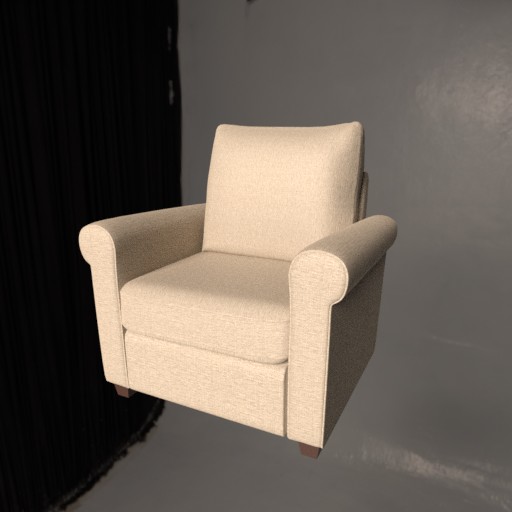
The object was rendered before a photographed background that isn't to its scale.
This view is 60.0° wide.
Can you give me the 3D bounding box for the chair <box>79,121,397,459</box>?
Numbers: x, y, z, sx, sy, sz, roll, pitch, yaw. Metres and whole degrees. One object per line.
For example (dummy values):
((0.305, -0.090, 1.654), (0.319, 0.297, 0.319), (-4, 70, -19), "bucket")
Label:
((0.000, 0.000, 2.309), (1.275, 1.349, 1.180), (7, 16, 26), "chair")
